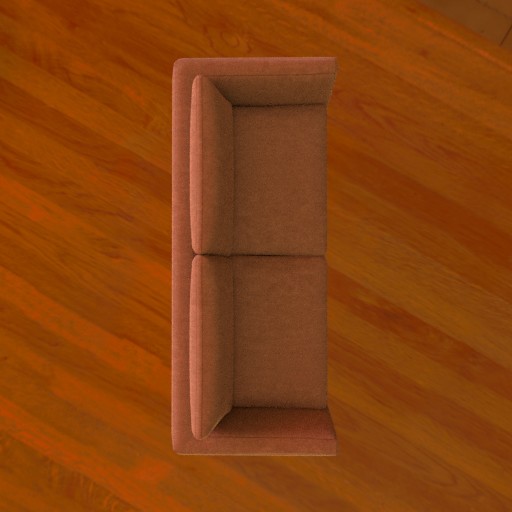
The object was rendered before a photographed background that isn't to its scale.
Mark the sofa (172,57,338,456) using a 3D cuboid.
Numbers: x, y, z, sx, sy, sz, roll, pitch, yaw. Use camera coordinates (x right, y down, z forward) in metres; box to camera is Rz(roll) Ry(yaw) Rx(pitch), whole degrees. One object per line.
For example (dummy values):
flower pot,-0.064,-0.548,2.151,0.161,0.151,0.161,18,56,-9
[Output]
sofa,0.000,0.000,2.599,0.889,0.864,2.121,0,89,1
